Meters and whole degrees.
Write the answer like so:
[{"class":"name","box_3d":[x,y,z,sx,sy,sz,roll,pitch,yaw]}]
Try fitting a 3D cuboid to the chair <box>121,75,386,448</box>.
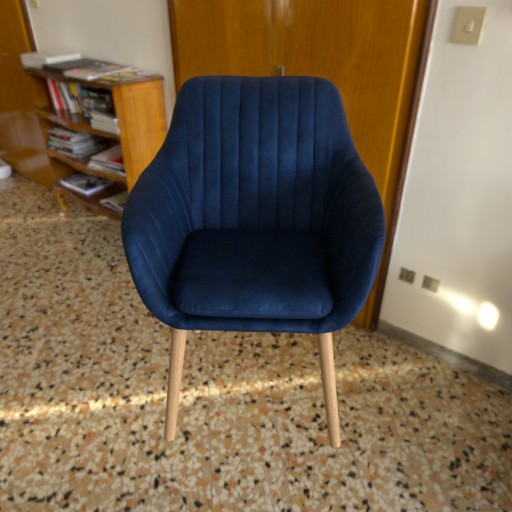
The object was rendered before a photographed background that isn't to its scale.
[{"class":"chair","box_3d":[0.000,0.000,1.197,0.578,0.826,0.573,1,32,2]}]
